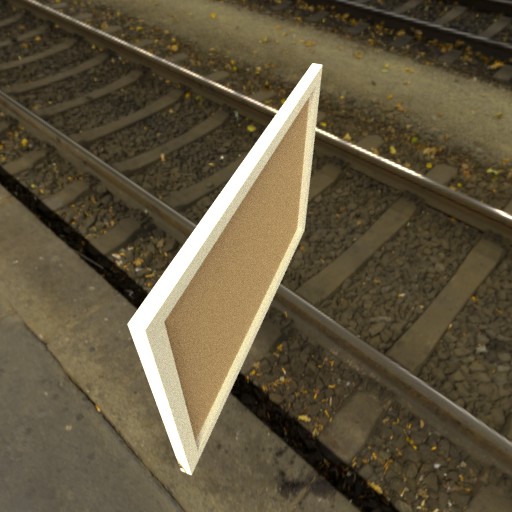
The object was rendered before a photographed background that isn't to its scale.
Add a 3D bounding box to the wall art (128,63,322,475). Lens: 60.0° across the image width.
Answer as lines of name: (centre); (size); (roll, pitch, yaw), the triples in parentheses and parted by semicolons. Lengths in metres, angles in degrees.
wall art: (0.000, 0.000, 1.414); (0.038, 0.767, 1.144); (16, 49, 15)
